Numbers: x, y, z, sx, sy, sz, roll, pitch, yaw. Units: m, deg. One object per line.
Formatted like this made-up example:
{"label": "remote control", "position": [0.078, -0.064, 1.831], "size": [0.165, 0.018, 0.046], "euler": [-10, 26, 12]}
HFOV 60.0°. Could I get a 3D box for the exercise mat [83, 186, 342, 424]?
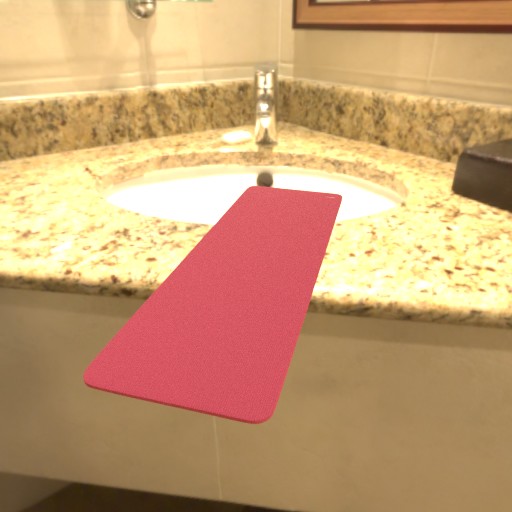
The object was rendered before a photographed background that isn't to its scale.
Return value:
{"label": "exercise mat", "position": [0.000, 0.000, 2.087], "size": [0.616, 0.021, 1.884], "euler": [8, 29, 14]}
